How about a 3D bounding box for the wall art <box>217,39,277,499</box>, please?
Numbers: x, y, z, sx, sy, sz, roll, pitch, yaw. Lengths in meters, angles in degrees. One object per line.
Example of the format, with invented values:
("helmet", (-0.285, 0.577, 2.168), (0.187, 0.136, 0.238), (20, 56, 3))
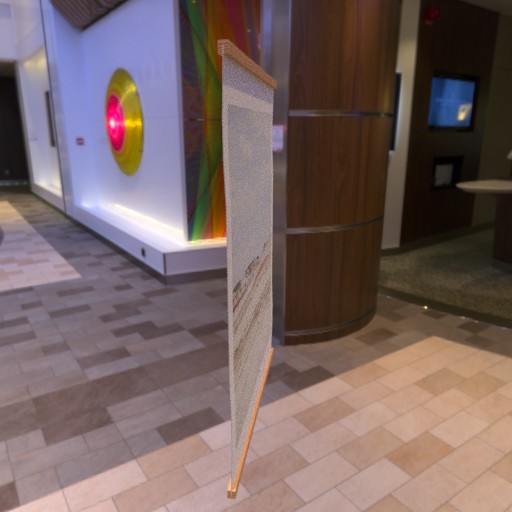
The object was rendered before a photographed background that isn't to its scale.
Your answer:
("wall art", (0.000, 0.000, 1.286), (0.020, 1.016, 0.739), (3, 16, 9))
